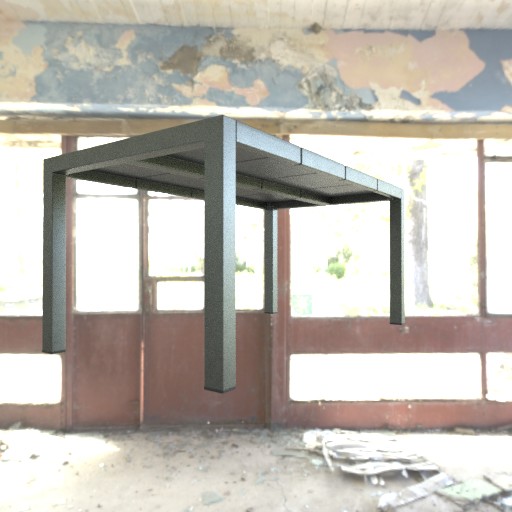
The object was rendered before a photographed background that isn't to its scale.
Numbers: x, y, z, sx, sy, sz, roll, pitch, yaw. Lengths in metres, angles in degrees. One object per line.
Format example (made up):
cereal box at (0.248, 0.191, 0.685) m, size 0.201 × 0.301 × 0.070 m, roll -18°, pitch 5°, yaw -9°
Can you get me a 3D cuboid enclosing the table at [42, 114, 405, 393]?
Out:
table at (0.000, 0.000, 1.281) m, size 0.559 × 0.460 × 0.965 m, roll 0°, pitch 0°, yaw 36°
